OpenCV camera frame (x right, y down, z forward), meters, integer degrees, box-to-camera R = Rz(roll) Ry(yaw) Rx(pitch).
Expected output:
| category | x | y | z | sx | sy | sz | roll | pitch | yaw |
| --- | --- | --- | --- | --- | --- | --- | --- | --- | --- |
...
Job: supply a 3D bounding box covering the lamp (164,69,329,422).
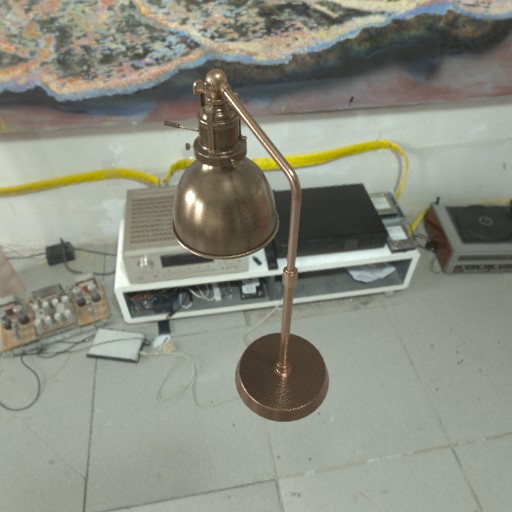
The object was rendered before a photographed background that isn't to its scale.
| category | x | y | z | sx | sy | sz | roll | pitch | yaw |
| --- | --- | --- | --- | --- | --- | --- | --- | --- | --- |
| lamp | 0.000 | 0.000 | 0.595 | 0.153 | 0.456 | 0.286 | -30 | 53 | -26 |
